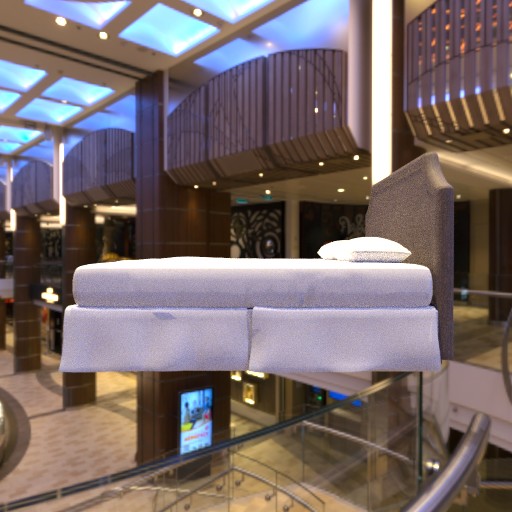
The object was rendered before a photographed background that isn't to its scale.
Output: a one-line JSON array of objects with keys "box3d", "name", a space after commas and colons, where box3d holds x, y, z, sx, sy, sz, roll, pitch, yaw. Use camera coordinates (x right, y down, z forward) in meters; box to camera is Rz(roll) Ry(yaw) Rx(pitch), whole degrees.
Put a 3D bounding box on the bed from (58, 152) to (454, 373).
[{"box3d": [0.000, 0.000, 4.170, 2.773, 1.590, 2.350, 0, 0, 1], "name": "bed"}]
